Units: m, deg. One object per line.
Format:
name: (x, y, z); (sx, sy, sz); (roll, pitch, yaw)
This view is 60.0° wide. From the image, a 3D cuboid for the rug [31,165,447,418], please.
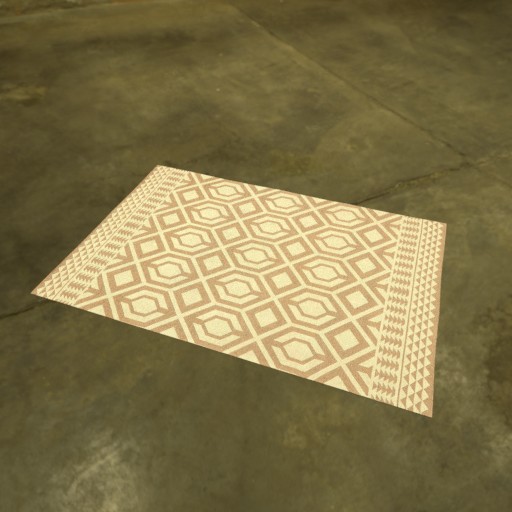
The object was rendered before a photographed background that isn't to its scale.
rug: (0.000, 0.000, 2.291); (1.829, 0.008, 1.219); (14, 45, 14)
